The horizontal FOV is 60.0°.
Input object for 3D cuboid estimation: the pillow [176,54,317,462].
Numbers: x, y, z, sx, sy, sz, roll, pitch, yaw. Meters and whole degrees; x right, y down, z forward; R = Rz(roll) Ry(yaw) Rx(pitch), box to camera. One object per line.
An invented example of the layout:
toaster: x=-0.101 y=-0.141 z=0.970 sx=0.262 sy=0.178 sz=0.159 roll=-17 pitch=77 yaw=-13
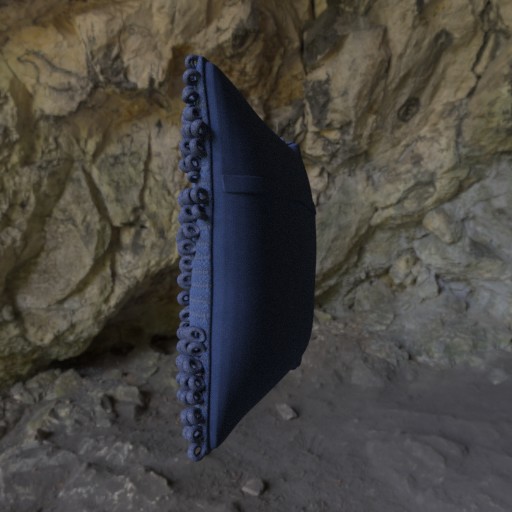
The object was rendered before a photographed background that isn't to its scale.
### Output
pillow: x=0.000 y=0.000 z=0.712 sx=0.172 sy=0.466 sz=0.469 roll=0 pitch=0 yaw=19
